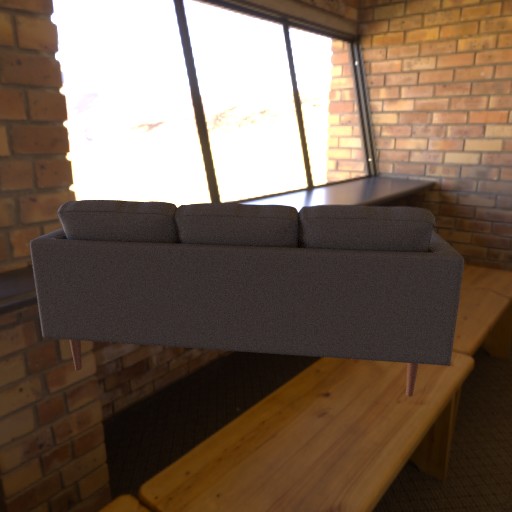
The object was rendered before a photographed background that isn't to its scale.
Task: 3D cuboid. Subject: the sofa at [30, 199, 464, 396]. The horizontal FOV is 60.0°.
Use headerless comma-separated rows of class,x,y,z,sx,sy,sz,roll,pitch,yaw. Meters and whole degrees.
sofa,0.000,0.000,2.836,2.031,0.897,1.591,2,16,8
